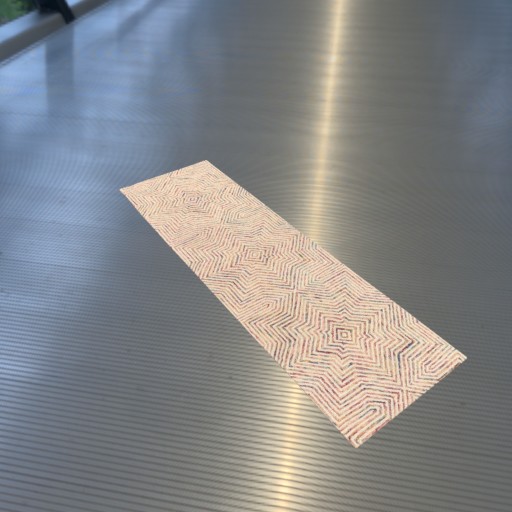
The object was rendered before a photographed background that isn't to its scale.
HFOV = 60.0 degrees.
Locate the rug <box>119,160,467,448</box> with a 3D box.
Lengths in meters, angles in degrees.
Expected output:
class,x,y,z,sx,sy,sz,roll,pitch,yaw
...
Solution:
class,x,y,z,sx,sy,sz,roll,pitch,yaw
rug,0.000,0.000,2.731,0.771,0.009,2.443,-25,47,-27
